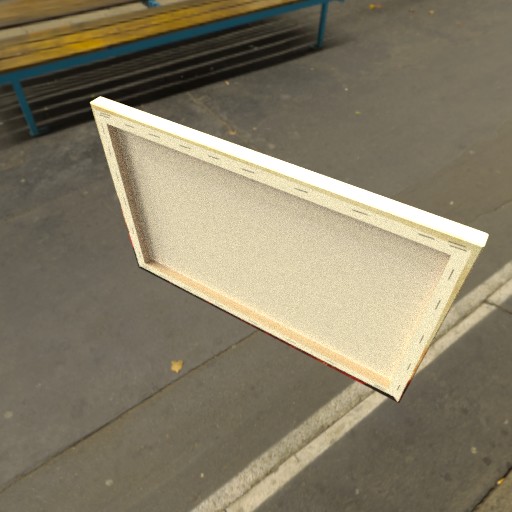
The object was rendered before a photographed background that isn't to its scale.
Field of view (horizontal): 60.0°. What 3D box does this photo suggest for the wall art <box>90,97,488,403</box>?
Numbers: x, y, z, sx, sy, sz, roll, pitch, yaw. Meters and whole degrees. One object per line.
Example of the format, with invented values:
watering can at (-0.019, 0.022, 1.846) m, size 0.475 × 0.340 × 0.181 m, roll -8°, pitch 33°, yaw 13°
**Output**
wall art at (0.000, 0.000, 1.134) m, size 0.918 × 0.602 × 0.038 m, roll 24°, pitch 52°, yaw 21°
